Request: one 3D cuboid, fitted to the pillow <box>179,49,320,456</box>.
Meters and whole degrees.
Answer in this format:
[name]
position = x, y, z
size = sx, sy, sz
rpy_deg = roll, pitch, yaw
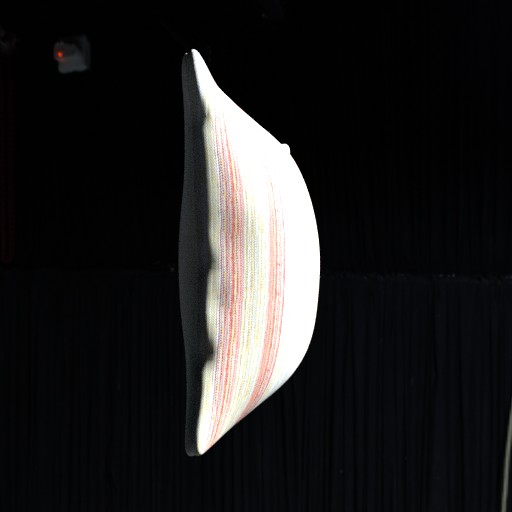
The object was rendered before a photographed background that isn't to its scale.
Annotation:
[pillow]
position = 0.000, 0.000, 0.686
size = 0.191, 0.449, 0.451
rpy_deg = 0, 1, 17
